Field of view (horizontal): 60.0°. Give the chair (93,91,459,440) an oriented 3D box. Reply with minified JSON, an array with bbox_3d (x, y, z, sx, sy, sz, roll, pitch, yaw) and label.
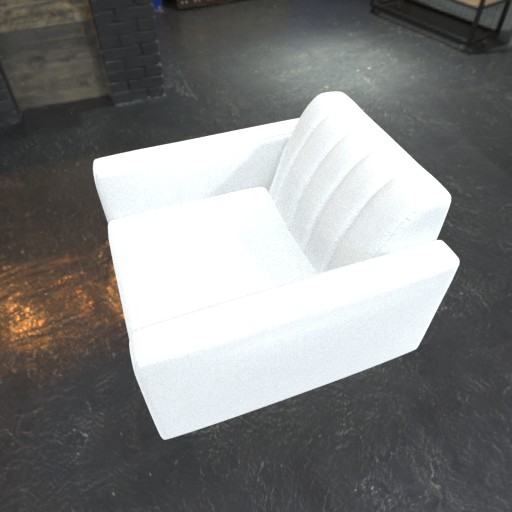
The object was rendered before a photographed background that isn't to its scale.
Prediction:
[{"bbox_3d":[0.000,0.000,1.637,0.998,0.819,0.953,-15,49,-14],"label":"chair"}]
